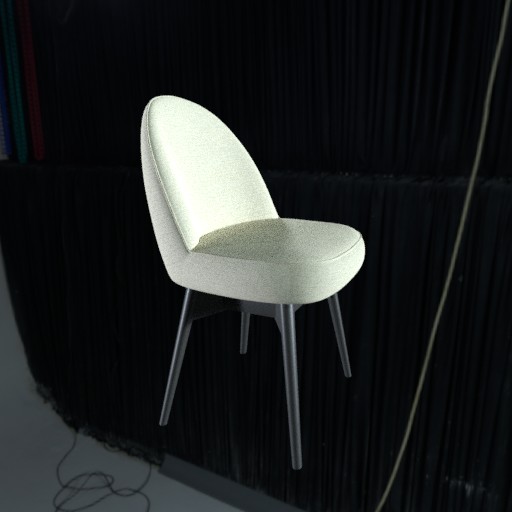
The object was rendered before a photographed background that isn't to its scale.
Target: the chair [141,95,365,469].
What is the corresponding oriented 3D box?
[{"bbox_3d":[0.000,0.000,1.196,0.540,0.838,0.532,7,15,25],"label":"chair"}]
